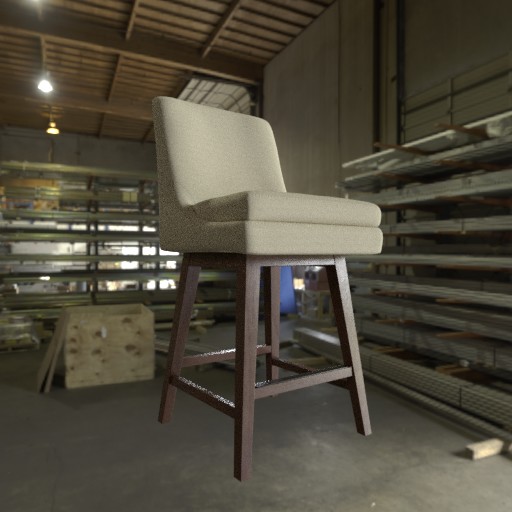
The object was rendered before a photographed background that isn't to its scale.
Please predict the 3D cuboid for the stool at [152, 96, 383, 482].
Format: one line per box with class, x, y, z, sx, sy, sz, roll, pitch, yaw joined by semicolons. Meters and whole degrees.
stool;0.000;0.000;1.293;0.483;0.991;0.559;0;0;-36
